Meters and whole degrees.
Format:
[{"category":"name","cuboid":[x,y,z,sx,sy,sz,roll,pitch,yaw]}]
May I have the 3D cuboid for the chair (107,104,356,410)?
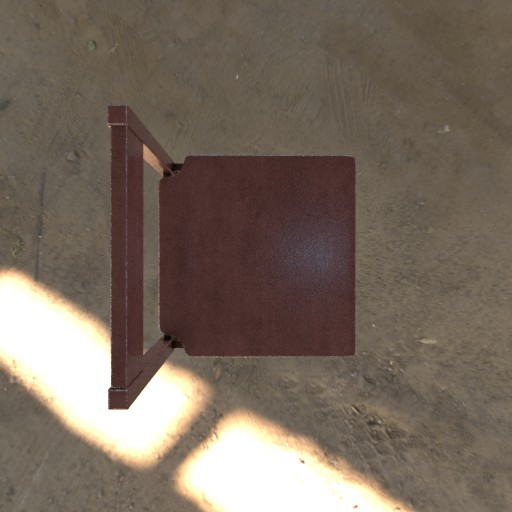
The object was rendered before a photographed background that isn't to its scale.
[{"category":"chair","cuboid":[0.000,0.000,0.849,0.361,0.668,0.367,0,90,-1]}]
